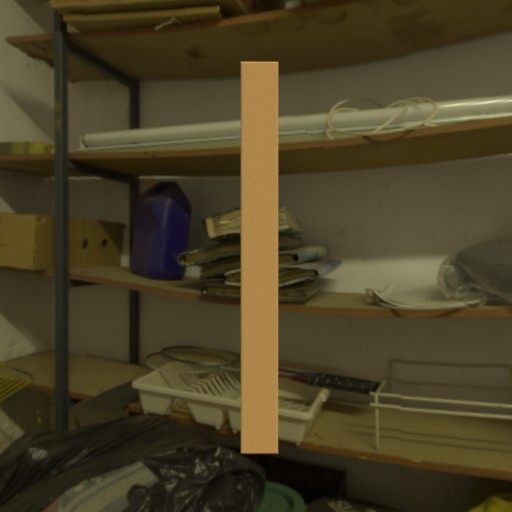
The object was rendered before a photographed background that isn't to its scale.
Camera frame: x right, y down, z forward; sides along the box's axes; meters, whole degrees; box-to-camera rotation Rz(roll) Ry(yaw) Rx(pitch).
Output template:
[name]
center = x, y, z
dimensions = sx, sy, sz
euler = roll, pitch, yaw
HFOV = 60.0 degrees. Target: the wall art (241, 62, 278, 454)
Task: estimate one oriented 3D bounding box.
[wall art]
center = 0.000, 0.000, 0.765
dimensions = 0.039, 0.407, 0.609
euler = 0, 1, -1
